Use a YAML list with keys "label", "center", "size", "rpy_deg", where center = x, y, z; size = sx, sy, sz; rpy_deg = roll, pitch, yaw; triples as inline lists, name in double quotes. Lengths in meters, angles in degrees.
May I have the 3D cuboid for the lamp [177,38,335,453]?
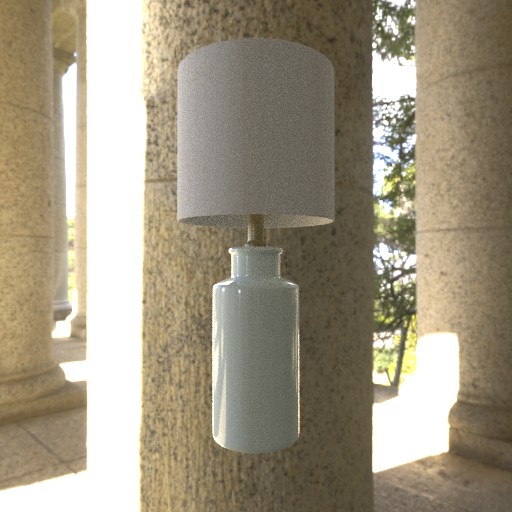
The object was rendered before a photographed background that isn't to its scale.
- label: "lamp"
  center: [0.000, 0.000, 0.606]
  size: [0.212, 0.493, 0.212]
  rpy_deg: [0, -1, 17]
